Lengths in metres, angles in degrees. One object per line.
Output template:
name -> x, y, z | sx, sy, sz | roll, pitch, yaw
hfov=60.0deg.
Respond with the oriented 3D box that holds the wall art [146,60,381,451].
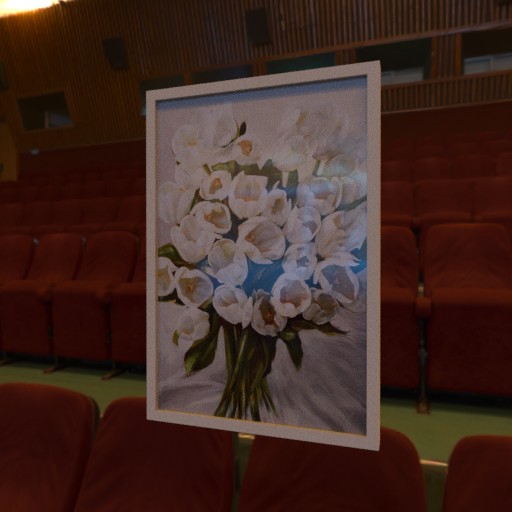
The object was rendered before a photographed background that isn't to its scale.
wall art -> 0.000, 0.000, 0.544 | 0.293, 0.428, 0.025 | 0, 0, 18
